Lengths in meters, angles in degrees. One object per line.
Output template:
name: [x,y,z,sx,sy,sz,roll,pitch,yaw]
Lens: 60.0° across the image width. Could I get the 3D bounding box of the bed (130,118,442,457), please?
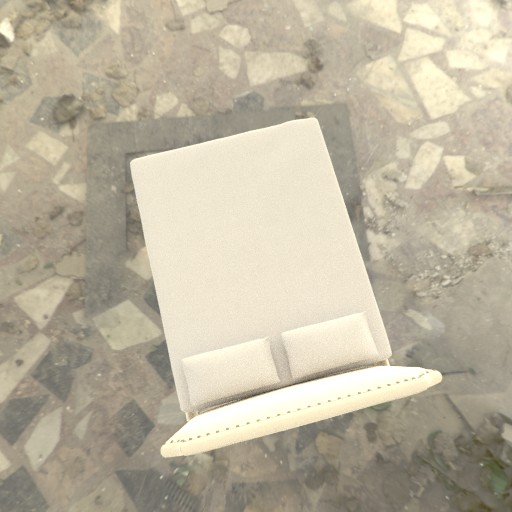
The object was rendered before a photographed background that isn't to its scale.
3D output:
bed: [0.000,0.000,3.433,1.712,1.497,2.372,-14,77,-3]
